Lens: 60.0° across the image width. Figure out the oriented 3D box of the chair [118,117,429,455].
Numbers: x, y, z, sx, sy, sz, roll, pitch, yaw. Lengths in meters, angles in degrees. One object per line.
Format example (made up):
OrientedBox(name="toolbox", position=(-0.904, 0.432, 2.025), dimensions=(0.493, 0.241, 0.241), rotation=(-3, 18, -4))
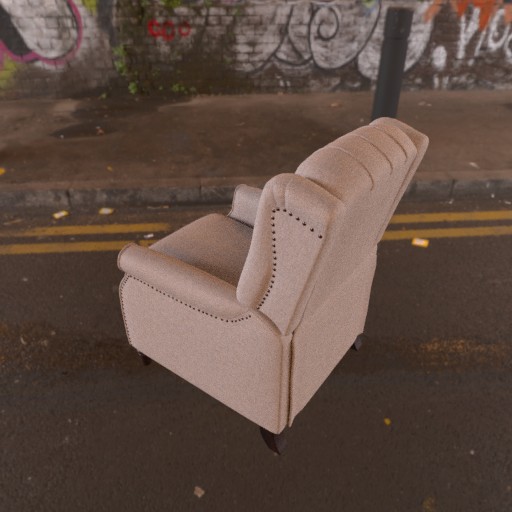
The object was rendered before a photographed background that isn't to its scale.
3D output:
OrientedBox(name="chair", position=(0.000, 0.000, 1.639), dimensions=(0.902, 1.035, 0.742), rotation=(21, 38, 30))
